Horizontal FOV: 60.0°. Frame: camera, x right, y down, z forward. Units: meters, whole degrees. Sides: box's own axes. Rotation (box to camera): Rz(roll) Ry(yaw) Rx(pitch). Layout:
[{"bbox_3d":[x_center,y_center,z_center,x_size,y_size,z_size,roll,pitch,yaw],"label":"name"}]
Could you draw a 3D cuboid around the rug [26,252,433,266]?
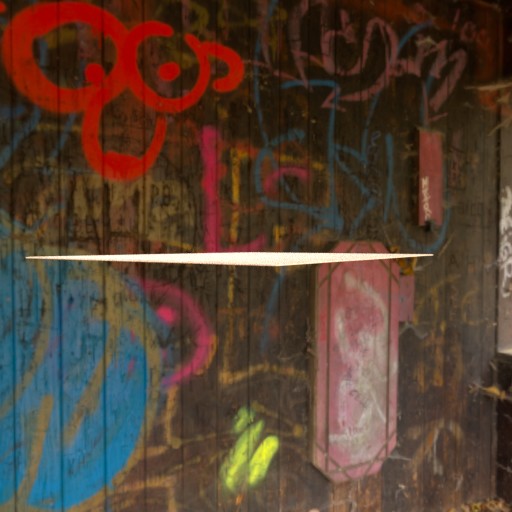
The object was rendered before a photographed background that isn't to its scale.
[{"bbox_3d":[0.000,0.000,4.109,2.406,0.012,3.034,1,2,35],"label":"rug"}]
